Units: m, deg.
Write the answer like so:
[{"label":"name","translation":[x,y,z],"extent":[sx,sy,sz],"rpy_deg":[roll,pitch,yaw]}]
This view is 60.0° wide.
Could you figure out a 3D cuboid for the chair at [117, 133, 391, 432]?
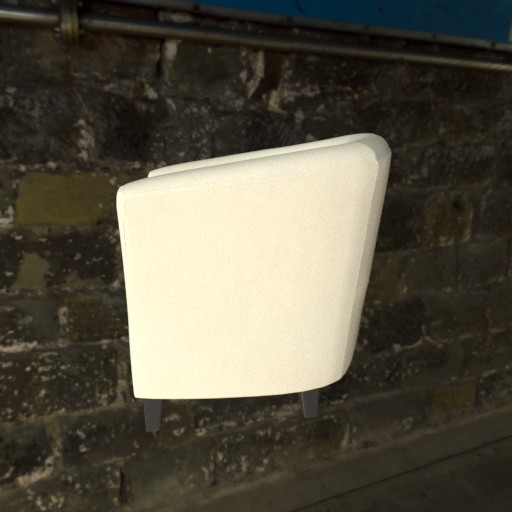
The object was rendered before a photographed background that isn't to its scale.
[{"label":"chair","translation":[0.000,0.000,1.414],"extent":[0.727,0.756,0.792],"rpy_deg":[-2,13,-8]}]
